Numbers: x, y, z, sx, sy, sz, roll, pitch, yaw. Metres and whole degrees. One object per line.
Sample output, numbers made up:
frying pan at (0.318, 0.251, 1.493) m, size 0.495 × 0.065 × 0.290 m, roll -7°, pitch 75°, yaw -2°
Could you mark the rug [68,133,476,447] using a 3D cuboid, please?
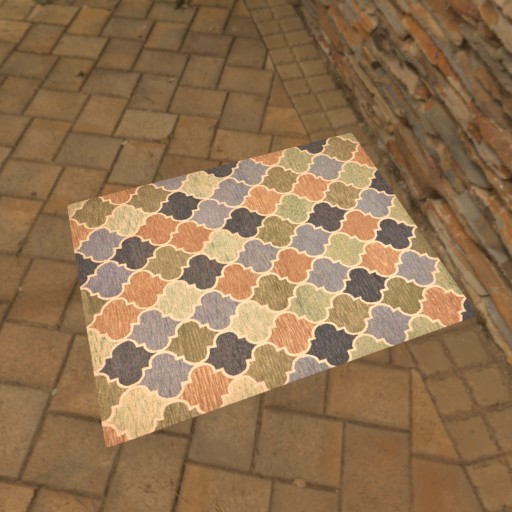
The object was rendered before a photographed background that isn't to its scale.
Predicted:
rug at (0.000, 0.000, 4.167) m, size 3.200 × 0.013 × 2.439 m, roll -17°, pitch 59°, yaw -11°
